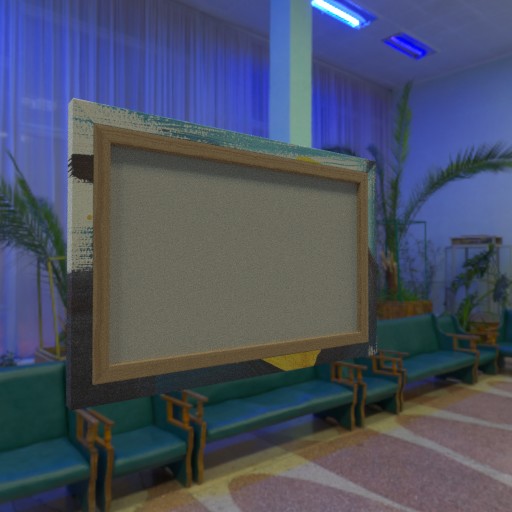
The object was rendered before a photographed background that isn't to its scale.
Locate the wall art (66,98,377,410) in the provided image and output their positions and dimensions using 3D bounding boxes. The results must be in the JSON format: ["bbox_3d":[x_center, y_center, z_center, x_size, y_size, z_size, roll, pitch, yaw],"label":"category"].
[{"bbox_3d":[0.000,0.000,1.147,0.914,0.610,0.039,1,-1,-36],"label":"wall art"}]
